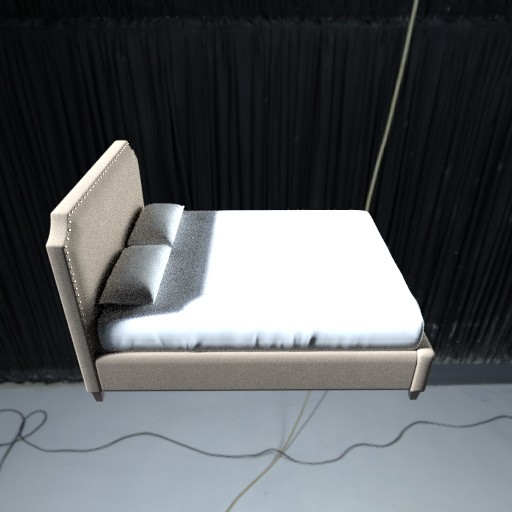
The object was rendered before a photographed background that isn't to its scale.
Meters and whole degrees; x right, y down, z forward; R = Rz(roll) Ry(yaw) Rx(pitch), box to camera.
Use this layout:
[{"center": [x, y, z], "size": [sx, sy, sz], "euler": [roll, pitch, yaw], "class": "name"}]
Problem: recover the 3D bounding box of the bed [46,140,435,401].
[{"center": [0.000, 0.000, 3.464], "size": [2.329, 1.415, 1.703], "euler": [0, 31, 0], "class": "bed"}]
